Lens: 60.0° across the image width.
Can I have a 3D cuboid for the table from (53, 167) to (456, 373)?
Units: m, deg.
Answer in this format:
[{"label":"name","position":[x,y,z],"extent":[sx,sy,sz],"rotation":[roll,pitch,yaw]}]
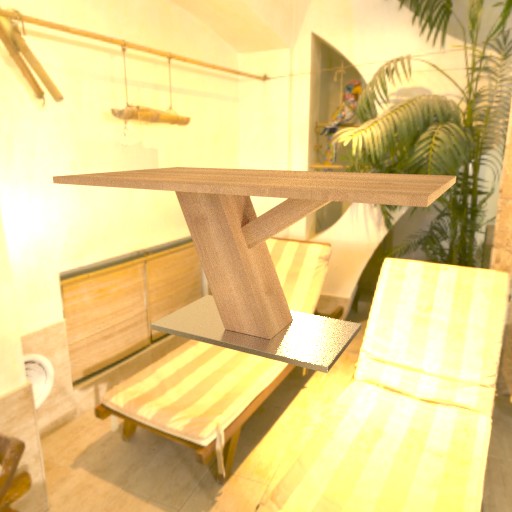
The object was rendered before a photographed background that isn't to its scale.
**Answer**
[{"label":"table","position":[0.000,0.000,2.107],"extent":[1.600,0.750,0.900],"rotation":[8,16,27]}]
